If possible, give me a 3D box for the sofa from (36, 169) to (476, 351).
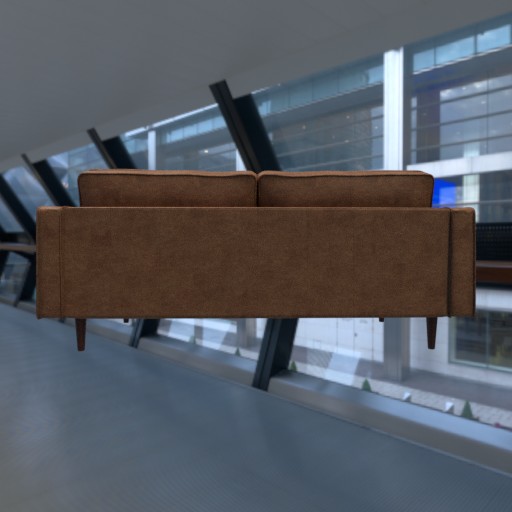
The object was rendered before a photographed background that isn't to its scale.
[{"bbox_3d":[0.000,0.000,2.341,1.920,0.825,0.924,0,1,-1],"label":"sofa"}]
